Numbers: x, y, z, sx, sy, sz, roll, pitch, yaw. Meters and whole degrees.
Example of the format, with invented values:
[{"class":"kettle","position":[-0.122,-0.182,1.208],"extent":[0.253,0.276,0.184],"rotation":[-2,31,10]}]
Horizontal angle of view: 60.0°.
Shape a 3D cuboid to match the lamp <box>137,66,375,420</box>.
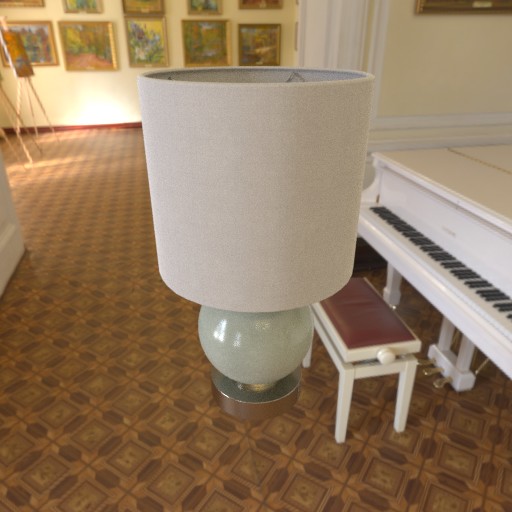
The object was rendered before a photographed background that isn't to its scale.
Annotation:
[{"class":"lamp","position":[0.000,0.000,0.461],"extent":[0.201,0.353,0.201],"rotation":[0,26,0]}]
